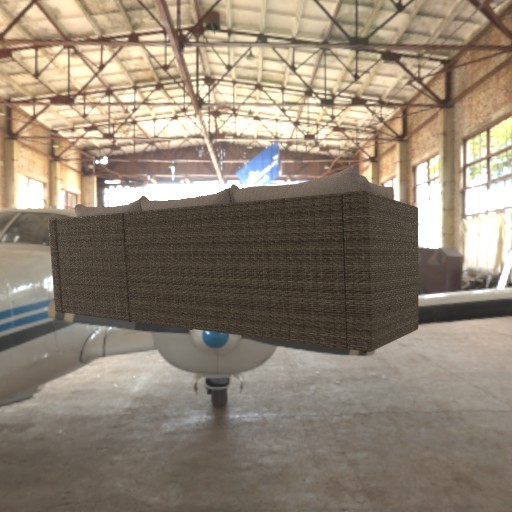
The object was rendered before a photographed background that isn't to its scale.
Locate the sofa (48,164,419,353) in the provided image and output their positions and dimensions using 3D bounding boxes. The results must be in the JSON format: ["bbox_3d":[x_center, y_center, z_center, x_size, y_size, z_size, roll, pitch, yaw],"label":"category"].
[{"bbox_3d":[0.000,0.000,2.965,2.192,0.766,1.662,0,0,35],"label":"sofa"}]
